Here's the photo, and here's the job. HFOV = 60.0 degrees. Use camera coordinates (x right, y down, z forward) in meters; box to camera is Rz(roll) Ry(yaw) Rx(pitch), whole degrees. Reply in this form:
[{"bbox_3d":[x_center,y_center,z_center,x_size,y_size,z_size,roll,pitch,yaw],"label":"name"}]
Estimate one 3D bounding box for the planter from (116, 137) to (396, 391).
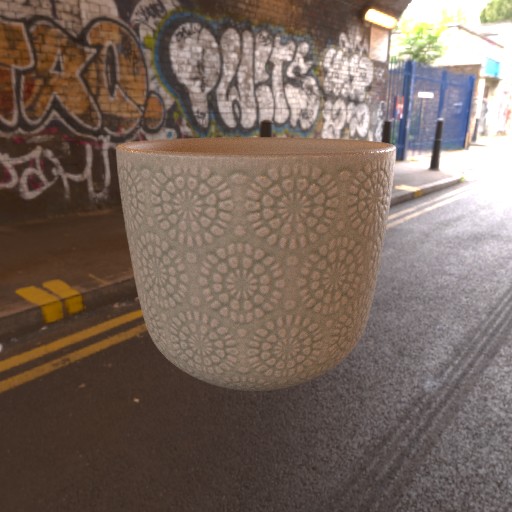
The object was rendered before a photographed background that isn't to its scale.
[{"bbox_3d":[0.000,0.000,0.220,0.124,0.109,0.124,0,17,0],"label":"planter"}]
